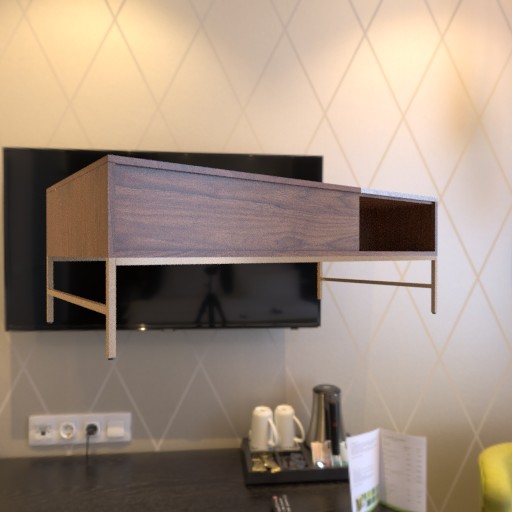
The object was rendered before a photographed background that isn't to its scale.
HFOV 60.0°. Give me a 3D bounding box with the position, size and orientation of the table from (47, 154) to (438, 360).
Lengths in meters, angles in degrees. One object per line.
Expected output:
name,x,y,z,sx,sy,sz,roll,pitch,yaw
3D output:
table,0.000,0.000,1.961,1.553,0.551,0.789,0,0,-36
